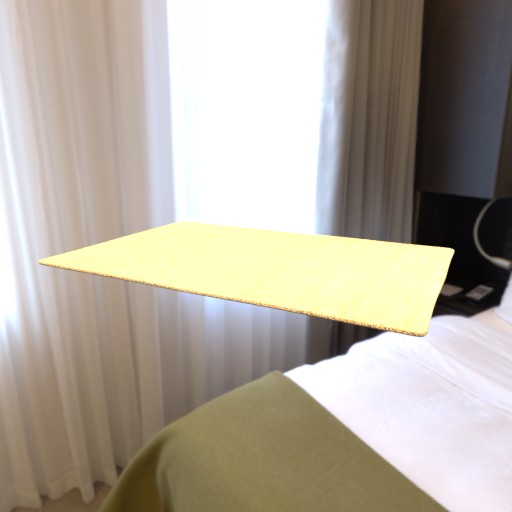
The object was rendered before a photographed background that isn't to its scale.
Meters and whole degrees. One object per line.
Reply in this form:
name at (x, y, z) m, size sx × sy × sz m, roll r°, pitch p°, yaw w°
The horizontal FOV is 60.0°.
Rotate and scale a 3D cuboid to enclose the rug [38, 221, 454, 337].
rug at (0.000, 0.000, 3.416) m, size 2.698 × 0.025 × 1.798 m, roll 8°, pitch 17°, yaw 26°
